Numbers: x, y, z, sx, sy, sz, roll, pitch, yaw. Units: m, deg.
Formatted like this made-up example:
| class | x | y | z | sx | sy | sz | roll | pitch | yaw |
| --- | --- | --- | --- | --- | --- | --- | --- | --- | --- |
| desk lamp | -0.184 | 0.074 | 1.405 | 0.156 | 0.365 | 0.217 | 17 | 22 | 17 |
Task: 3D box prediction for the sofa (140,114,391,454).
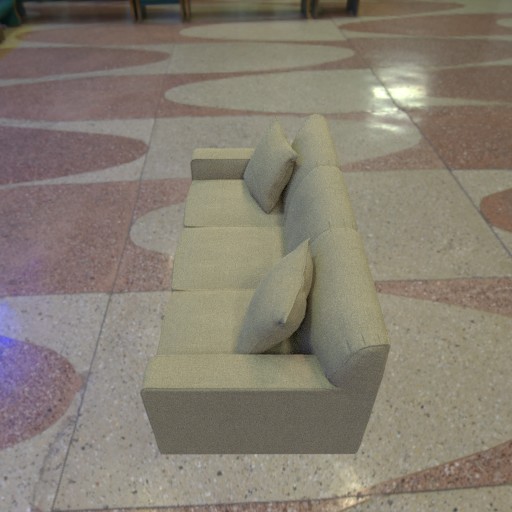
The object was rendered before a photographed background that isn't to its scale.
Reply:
| class | x | y | z | sx | sy | sz | roll | pitch | yaw |
| --- | --- | --- | --- | --- | --- | --- | --- | --- | --- |
| sofa | 0.000 | 0.000 | 2.601 | 0.997 | 0.958 | 2.024 | 0 | 41 | 0 |
